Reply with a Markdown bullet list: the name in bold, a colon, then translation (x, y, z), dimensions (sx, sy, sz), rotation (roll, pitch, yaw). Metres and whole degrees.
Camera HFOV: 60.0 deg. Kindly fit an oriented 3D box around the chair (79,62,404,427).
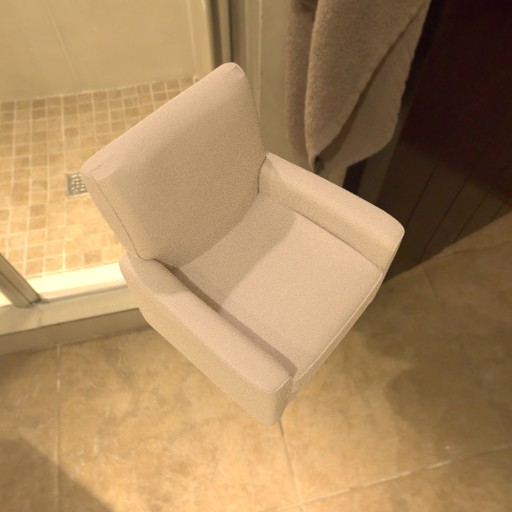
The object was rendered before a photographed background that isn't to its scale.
- **chair**: translation (0.000, 0.000, 1.706), dimensions (0.858, 1.028, 0.841), rotation (36, 65, 20)
